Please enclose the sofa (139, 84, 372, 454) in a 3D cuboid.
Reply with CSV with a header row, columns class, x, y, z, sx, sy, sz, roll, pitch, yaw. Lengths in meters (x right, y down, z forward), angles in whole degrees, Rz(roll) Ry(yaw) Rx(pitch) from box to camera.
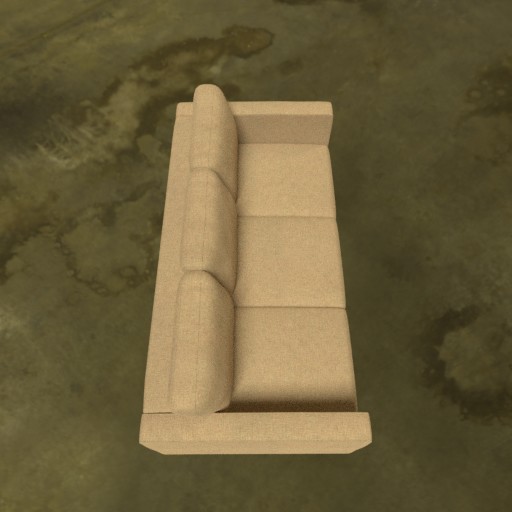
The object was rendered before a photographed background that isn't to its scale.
class,x,y,z,sx,sy,sz,roll,pitch,yaw
sofa,0.000,0.000,2.319,0.930,0.800,1.855,0,61,0
